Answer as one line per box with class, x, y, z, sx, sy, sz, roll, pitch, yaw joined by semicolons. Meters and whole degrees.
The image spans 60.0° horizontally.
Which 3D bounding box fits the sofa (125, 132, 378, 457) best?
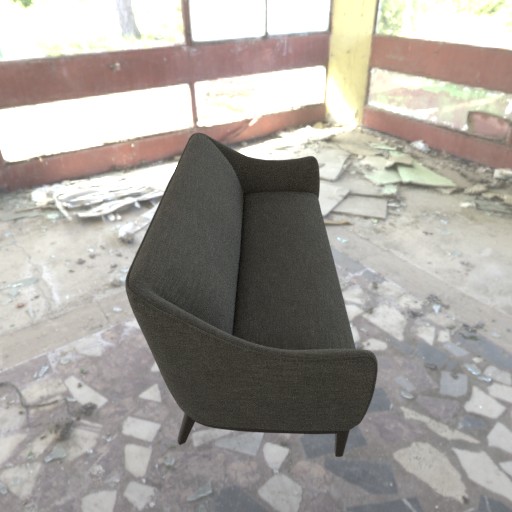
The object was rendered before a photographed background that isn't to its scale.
sofa;0.000;0.000;2.351;0.867;0.829;1.928;0;32;1
